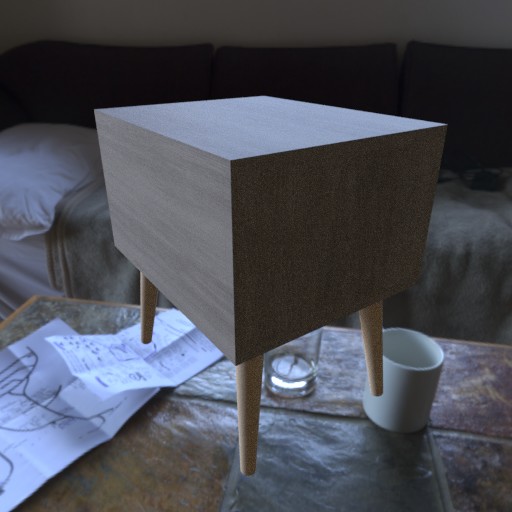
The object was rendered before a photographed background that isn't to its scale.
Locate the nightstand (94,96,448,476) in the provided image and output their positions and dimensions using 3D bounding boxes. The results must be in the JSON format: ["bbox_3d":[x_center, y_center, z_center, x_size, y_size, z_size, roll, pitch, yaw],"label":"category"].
[{"bbox_3d":[0.000,0.000,0.821,0.380,0.500,0.450,-17,31,-31],"label":"nightstand"}]
